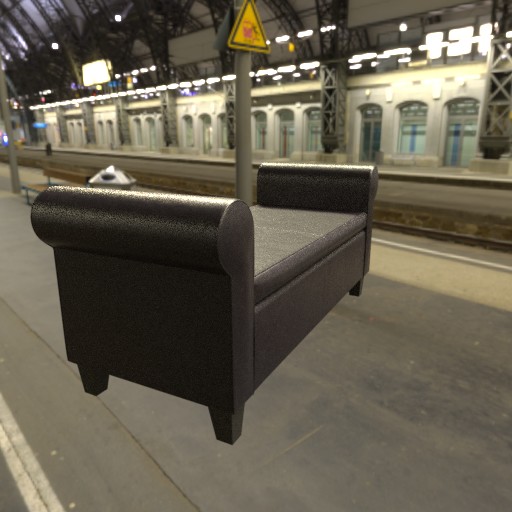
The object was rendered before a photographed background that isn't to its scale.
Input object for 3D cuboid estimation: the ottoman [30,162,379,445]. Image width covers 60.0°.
[{"bbox_3d":[0.000,0.000,1.483,0.521,0.547,1.256,8,17,27],"label":"ottoman"}]
